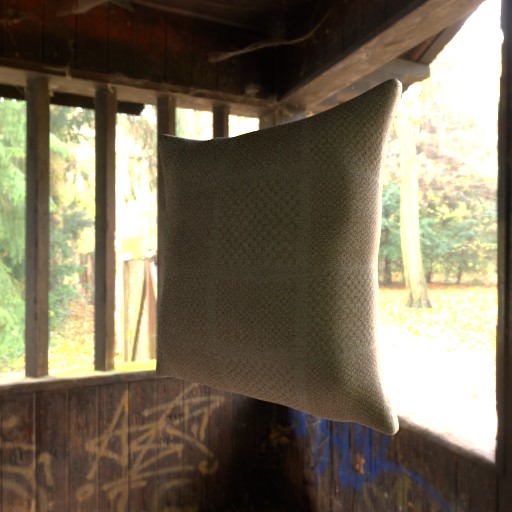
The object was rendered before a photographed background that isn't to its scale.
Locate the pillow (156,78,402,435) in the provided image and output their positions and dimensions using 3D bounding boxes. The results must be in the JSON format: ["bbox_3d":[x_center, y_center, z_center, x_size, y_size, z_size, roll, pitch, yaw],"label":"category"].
[{"bbox_3d":[0.000,0.000,0.666,0.436,0.432,0.138,0,0,37],"label":"pillow"}]
